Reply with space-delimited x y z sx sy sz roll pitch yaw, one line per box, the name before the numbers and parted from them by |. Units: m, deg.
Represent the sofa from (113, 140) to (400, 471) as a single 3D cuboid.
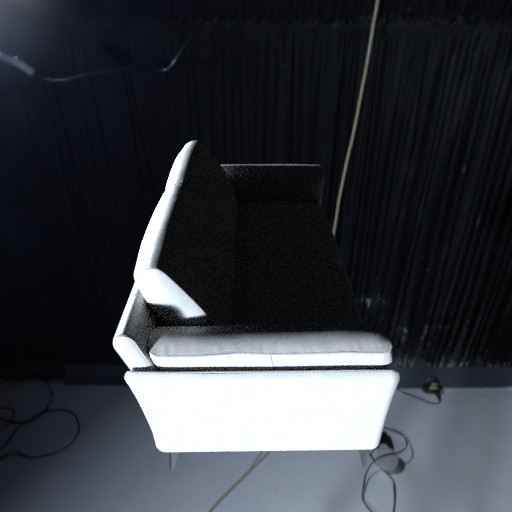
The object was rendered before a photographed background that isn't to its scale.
sofa | 0.000 0.000 2.551 1.049 0.930 2.101 0 31 -1
